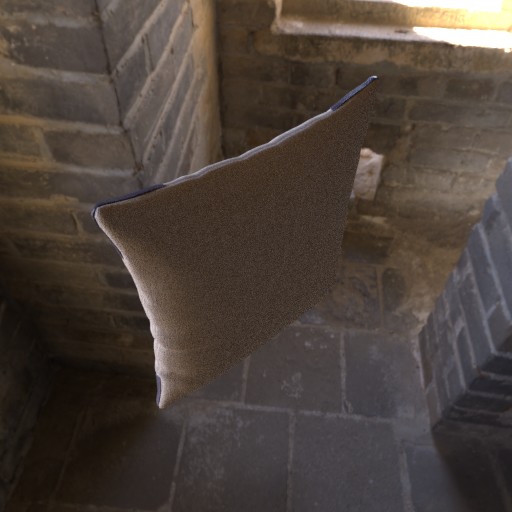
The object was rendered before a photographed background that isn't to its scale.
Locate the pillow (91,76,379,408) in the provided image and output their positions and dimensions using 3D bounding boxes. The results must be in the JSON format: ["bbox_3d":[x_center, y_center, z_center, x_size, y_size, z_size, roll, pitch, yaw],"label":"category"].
[{"bbox_3d":[0.000,0.000,0.685,0.440,0.441,0.147,-33,55,-27],"label":"pillow"}]
